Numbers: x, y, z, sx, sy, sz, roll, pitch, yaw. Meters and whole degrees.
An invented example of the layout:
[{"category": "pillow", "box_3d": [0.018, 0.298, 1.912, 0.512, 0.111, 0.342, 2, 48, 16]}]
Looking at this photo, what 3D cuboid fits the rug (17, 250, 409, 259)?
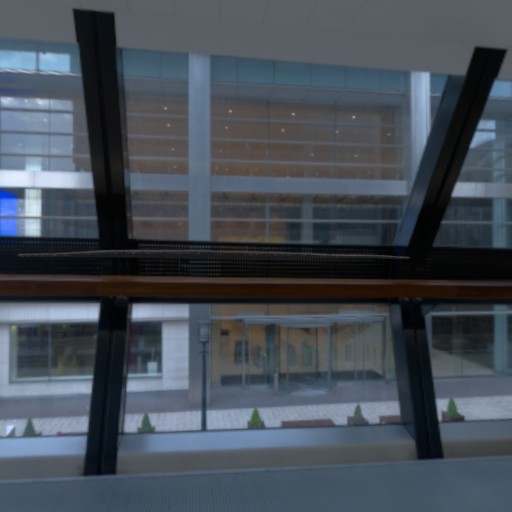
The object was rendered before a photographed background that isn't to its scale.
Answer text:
[{"category": "rug", "box_3d": [0.000, 0.000, 3.577, 1.522, 0.034, 3.032, -1, -1, 36]}]
